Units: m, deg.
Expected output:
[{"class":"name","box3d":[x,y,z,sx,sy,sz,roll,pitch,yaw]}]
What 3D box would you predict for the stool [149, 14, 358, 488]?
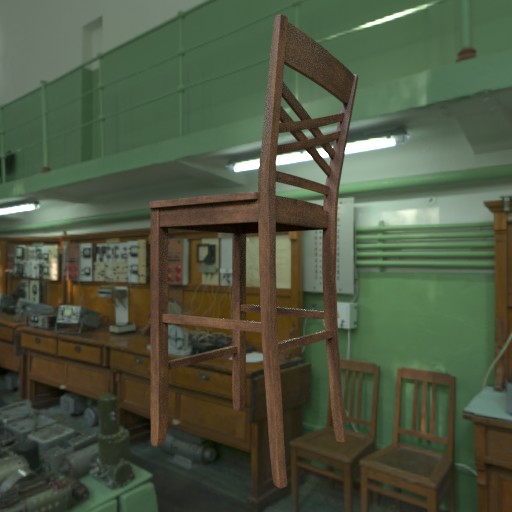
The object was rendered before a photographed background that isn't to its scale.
[{"class":"stool","box3d":[0.000,0.000,1.315,0.487,1.105,0.433,-1,-1,36]}]
